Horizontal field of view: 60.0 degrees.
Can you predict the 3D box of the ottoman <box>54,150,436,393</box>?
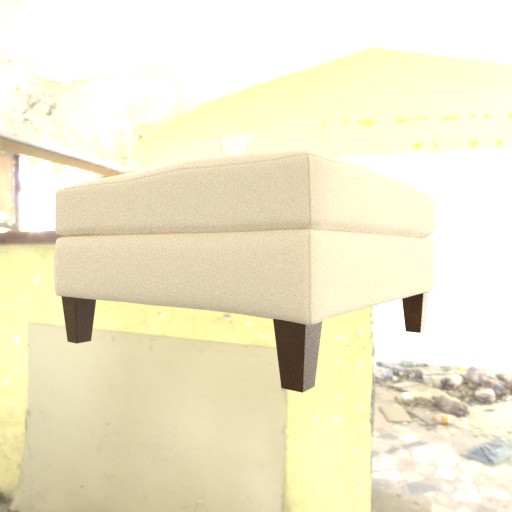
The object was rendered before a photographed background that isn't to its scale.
[{"bbox_3d":[0.000,0.000,1.326,0.838,0.479,0.838,0,1,36],"label":"ottoman"}]
